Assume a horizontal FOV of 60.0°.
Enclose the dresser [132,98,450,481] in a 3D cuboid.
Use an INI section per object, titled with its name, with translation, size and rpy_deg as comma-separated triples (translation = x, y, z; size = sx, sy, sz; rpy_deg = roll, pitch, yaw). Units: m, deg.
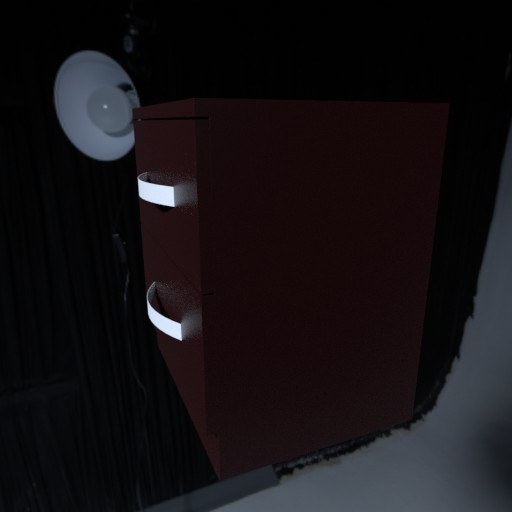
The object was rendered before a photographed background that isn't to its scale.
[dresser]
translation = 0.000, 0.000, 0.735
size = 0.360, 0.470, 0.400
rpy_deg = -7, 18, -22
